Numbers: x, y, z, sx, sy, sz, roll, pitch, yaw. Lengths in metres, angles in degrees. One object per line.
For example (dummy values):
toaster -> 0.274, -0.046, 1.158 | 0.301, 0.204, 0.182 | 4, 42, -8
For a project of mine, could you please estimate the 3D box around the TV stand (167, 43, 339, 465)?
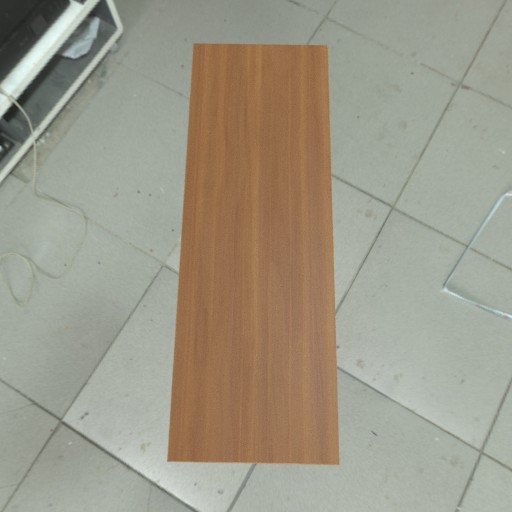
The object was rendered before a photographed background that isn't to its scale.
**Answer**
TV stand -> 0.000, 0.000, 1.491 | 0.417, 0.607, 1.181 | 1, 75, 0
